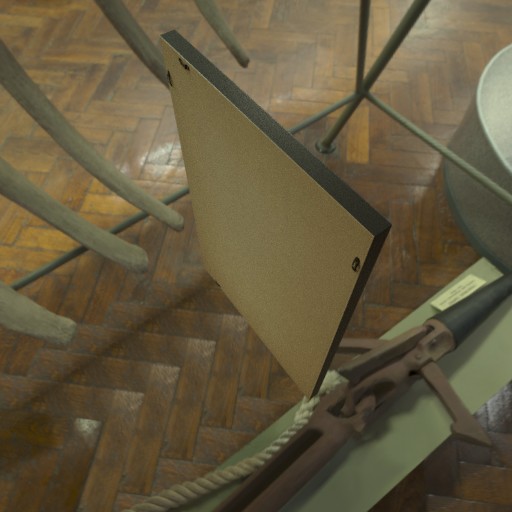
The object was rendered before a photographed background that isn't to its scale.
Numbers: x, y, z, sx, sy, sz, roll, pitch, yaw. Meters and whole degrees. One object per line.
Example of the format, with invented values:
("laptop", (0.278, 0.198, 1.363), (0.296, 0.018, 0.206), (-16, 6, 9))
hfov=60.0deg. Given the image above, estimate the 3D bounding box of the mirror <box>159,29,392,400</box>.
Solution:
("mirror", (0.000, 0.000, 1.151), (0.041, 0.915, 0.609), (-32, 63, -18))
